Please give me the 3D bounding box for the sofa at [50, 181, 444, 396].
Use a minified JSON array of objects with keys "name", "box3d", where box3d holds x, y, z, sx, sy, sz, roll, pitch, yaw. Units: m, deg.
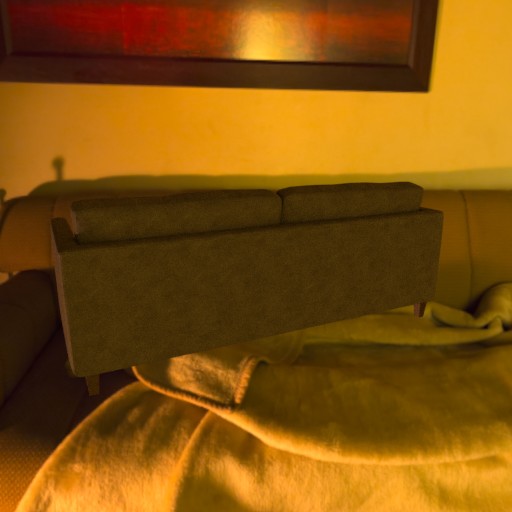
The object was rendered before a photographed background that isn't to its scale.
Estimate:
[{"name":"sofa","box3d":[0.000,0.000,2.954,2.434,0.965,0.951,-7,17,-25]}]
